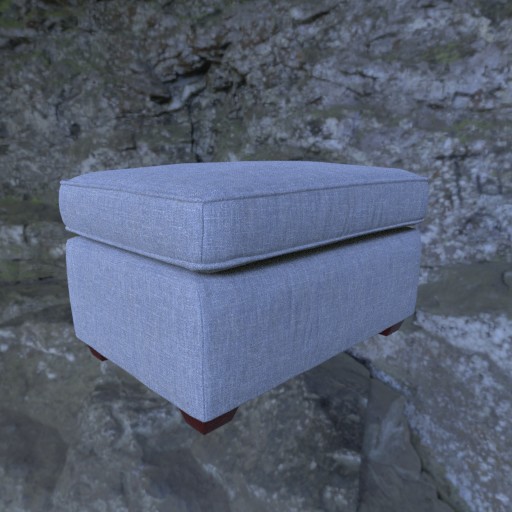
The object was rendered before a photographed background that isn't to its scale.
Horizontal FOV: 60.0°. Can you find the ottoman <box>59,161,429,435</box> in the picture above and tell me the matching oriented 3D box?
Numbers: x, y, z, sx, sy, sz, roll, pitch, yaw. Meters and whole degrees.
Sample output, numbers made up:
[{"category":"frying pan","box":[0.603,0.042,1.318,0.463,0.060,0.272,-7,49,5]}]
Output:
[{"category":"ottoman","box":[0.000,0.000,1.098,0.762,0.457,0.559,-12,18,-43]}]
